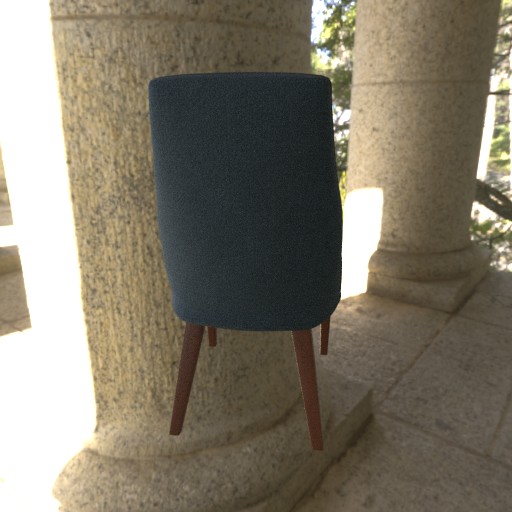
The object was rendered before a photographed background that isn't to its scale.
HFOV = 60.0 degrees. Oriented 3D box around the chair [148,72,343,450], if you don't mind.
[{"bbox_3d":[0.000,0.000,1.271,0.500,0.930,0.620,3,18,8],"label":"chair"}]
